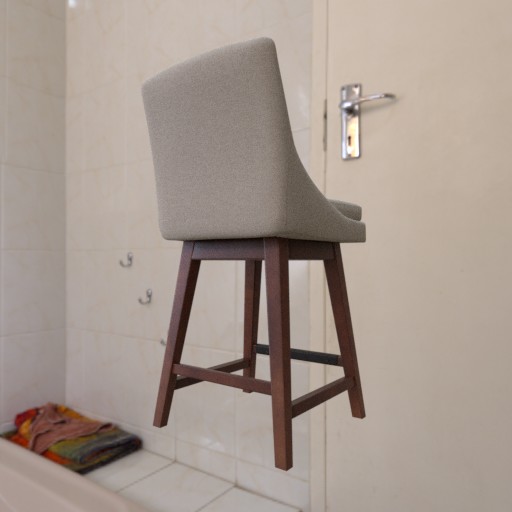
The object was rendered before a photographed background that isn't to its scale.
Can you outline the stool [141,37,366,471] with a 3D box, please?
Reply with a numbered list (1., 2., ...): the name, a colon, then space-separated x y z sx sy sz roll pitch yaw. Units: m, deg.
1. stool: 0.000 0.000 1.310 0.469 0.991 0.559 0 -1 37
